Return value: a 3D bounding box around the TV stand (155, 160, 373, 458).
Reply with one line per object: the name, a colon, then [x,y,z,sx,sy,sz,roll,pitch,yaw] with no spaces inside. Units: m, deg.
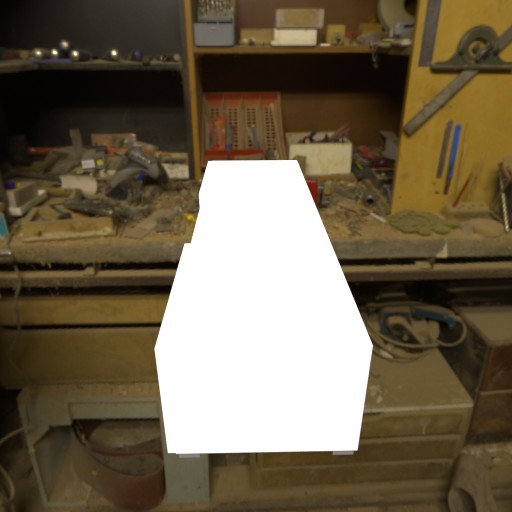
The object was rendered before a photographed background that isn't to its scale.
TV stand: [0.000,0.000,1.546,0.420,0.310,1.400,-1,27,-1]
